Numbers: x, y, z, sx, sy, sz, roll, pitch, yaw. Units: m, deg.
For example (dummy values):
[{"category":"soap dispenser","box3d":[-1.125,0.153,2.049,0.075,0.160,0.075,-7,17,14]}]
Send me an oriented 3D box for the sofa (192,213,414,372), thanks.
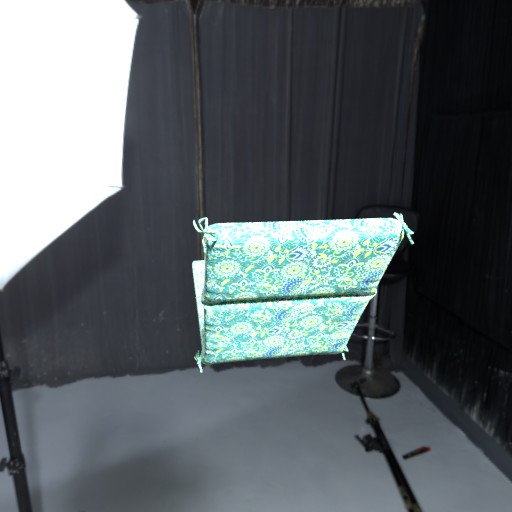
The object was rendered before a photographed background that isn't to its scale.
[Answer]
[{"category":"sofa","box3d":[0.000,0.000,1.943,0.582,0.622,1.663,-3,15,-10]}]
